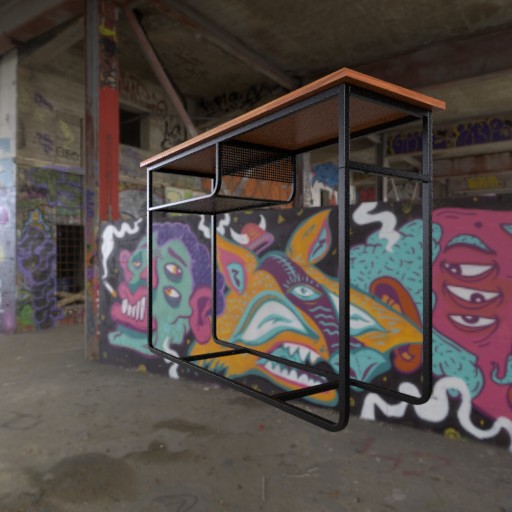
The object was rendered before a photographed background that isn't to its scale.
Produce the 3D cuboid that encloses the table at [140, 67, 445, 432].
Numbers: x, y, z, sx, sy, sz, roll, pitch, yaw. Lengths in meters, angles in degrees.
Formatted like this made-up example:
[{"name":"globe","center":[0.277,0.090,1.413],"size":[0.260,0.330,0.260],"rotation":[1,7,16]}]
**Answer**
[{"name":"table","center":[0.000,0.000,1.427],"size":[0.350,0.750,1.100],"rotation":[0,0,-36]}]
